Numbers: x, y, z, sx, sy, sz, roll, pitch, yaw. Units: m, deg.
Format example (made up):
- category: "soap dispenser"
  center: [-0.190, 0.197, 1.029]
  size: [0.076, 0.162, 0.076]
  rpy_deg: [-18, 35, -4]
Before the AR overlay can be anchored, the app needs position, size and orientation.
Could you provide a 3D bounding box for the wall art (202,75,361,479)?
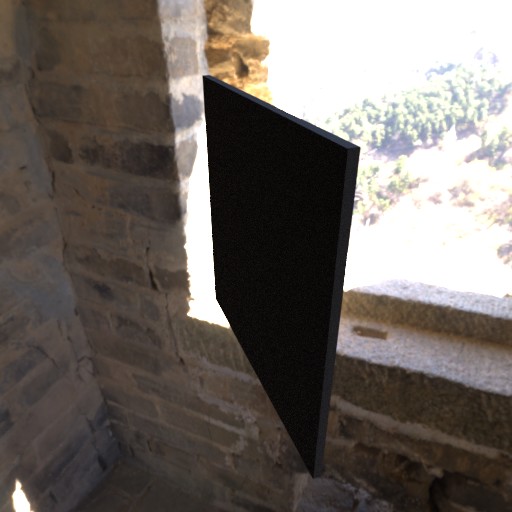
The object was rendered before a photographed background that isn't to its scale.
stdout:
- category: "wall art"
  center: [0.000, 0.000, 0.677]
  size: [0.013, 0.458, 0.456]
  rpy_deg: [-11, 32, -19]
